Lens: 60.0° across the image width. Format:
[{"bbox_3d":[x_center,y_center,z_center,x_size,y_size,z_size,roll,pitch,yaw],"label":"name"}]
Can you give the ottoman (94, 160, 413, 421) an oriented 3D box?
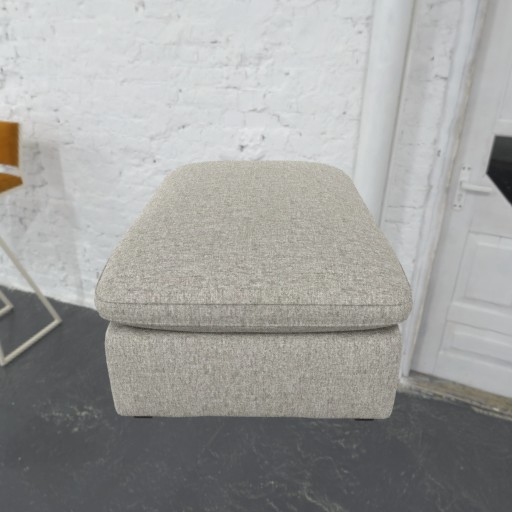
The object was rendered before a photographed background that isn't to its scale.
[{"bbox_3d":[0.000,0.000,1.369,0.694,0.451,0.977,0,27,1],"label":"ottoman"}]
